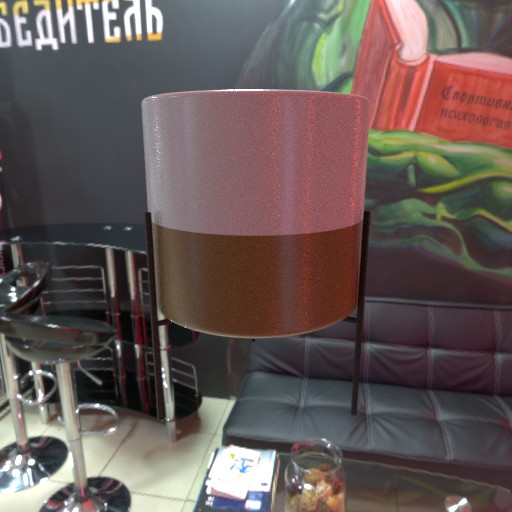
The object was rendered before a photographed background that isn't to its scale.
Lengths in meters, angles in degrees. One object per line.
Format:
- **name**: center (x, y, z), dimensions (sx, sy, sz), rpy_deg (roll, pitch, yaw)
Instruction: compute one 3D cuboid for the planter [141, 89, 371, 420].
- **planter**: center (0.000, 0.000, 0.649), dimensions (0.310, 0.432, 0.310), rpy_deg (14, 20, 41)
